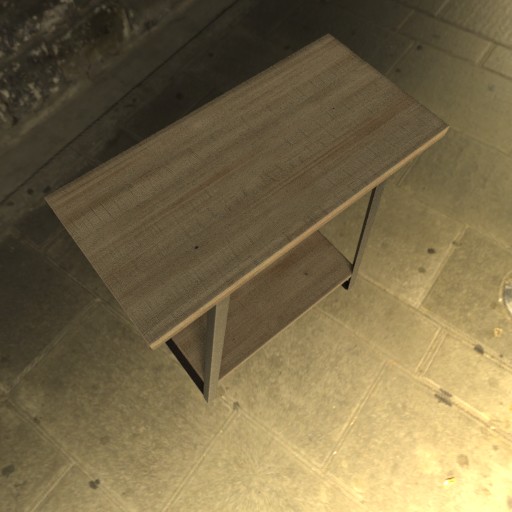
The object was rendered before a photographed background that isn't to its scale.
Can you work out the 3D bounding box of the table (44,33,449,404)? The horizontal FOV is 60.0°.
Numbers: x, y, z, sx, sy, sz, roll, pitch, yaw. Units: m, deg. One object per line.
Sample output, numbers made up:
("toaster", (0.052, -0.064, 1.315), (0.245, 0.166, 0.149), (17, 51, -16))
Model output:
("table", (0.000, 0.000, 1.029), (0.599, 0.701, 0.300), (-36, 69, -16))
